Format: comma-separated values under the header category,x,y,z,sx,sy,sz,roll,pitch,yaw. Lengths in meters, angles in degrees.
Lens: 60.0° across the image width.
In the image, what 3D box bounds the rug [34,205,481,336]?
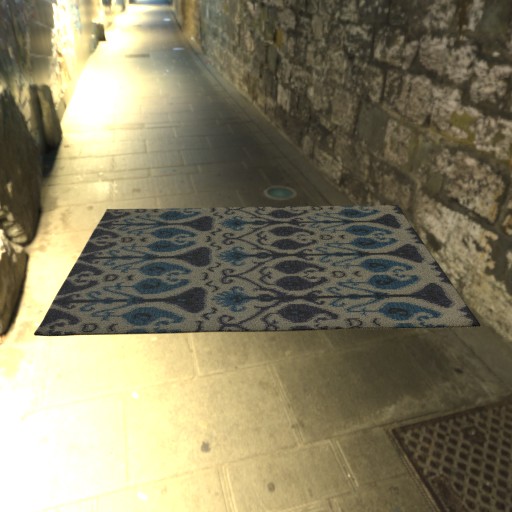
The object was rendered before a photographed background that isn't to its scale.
category,x,y,z,sx,sy,sz,roll,pitch,yaw
rug,0.000,0.000,2.125,1.698,0.013,1.072,-1,32,-1
